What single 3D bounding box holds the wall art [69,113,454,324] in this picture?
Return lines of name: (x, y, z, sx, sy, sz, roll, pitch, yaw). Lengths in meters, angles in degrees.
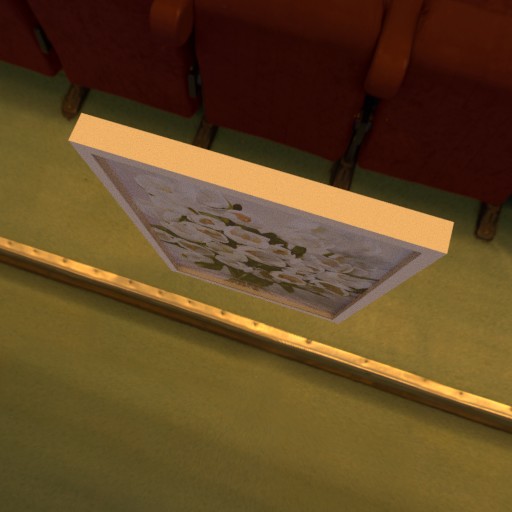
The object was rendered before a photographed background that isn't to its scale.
wall art: (0.000, 0.000, 0.536, 0.293, 0.428, 0.025, 17, 75, 5)
